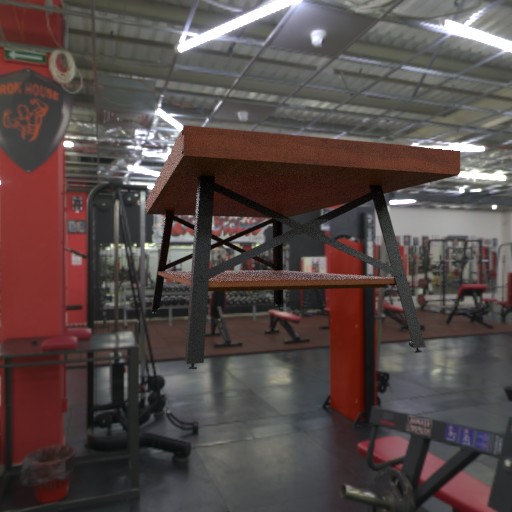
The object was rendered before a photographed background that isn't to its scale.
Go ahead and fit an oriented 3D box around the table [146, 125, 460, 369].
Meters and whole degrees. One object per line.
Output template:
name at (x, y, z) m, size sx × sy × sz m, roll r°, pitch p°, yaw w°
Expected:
table at (0.000, 0.000, 1.389) m, size 0.610 × 0.457 × 1.067 m, roll 0°, pitch -1°, yaw -17°
